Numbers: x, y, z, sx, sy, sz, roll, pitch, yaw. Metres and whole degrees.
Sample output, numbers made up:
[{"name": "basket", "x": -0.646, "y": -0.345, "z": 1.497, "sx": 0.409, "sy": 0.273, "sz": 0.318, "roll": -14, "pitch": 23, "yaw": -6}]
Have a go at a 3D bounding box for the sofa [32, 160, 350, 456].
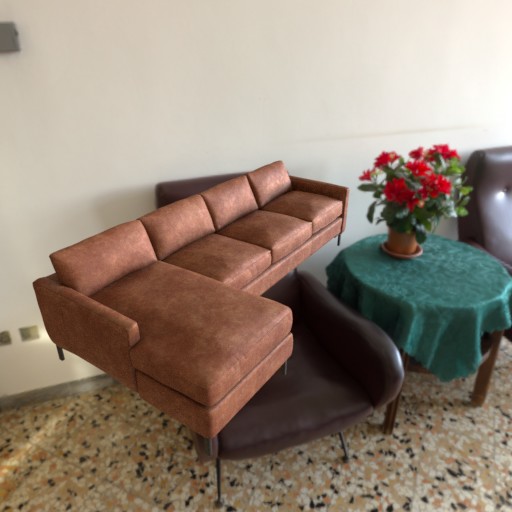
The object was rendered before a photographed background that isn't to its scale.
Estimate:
[{"name": "sofa", "x": 0.000, "y": 0.000, "z": 3.668, "sx": 1.471, "sy": 0.859, "sz": 2.993, "roll": 17, "pitch": 32, "yaw": 30}]
